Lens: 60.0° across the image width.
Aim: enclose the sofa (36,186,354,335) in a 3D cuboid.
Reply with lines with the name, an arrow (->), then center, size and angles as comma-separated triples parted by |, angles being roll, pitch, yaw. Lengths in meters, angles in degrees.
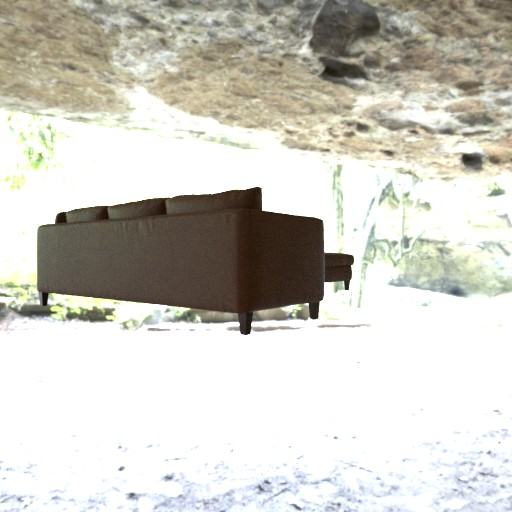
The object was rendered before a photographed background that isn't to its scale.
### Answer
sofa -> 0.000, 0.000, 4.701 | 2.593, 0.923, 3.460 | 0, 0, 38
